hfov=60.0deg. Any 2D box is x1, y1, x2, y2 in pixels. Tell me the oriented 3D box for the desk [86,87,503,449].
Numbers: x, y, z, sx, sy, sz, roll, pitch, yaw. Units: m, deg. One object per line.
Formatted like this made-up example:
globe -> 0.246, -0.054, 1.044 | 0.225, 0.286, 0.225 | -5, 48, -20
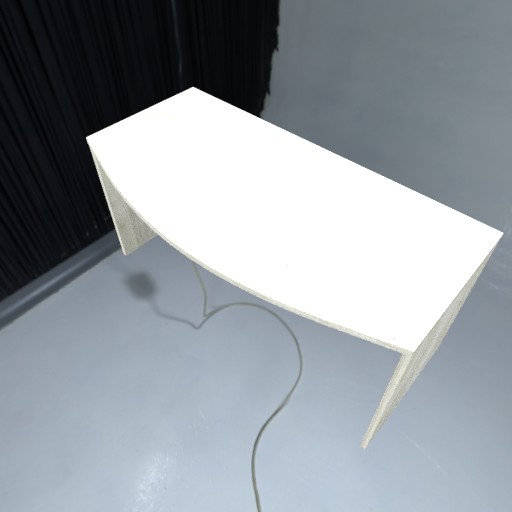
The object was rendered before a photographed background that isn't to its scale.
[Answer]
desk -> 0.000, 0.000, 1.982 | 1.600, 0.752, 0.802 | 34, 55, 27
